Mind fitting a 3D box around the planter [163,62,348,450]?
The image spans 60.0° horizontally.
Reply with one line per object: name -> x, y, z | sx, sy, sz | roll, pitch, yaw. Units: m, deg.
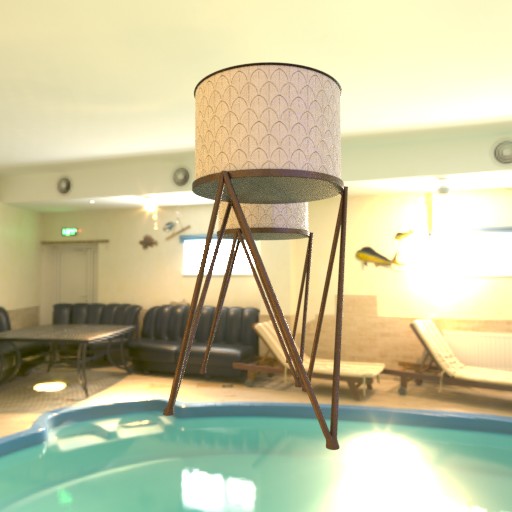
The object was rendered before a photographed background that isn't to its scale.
planter -> 0.000, 0.000, 1.176 | 0.413, 0.712, 0.769 | 0, -2, -1
